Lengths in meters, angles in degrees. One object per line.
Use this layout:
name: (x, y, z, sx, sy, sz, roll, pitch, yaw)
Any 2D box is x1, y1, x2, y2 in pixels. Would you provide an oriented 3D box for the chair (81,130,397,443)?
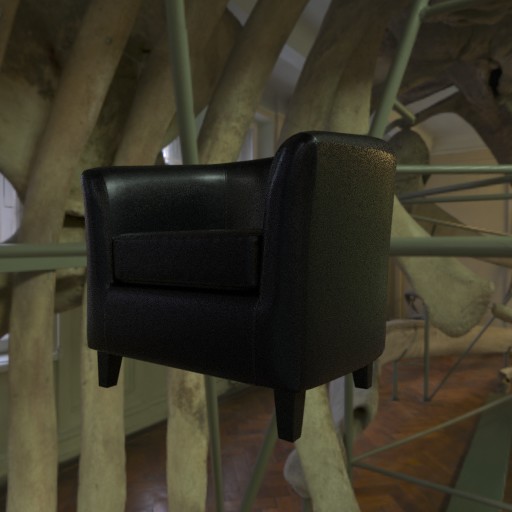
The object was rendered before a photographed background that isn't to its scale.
chair: (0.000, 0.000, 1.366, 0.793, 0.756, 0.727, 1, 1, 35)
